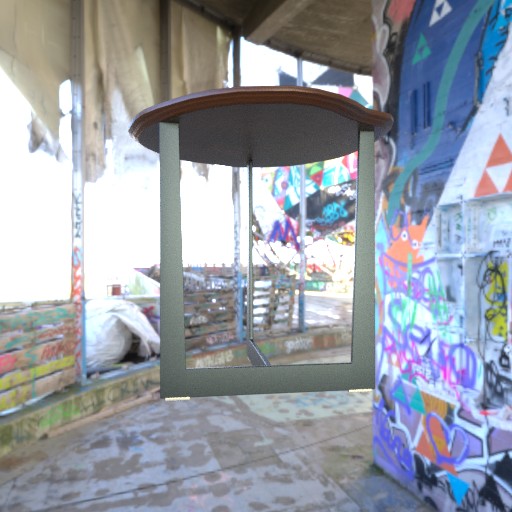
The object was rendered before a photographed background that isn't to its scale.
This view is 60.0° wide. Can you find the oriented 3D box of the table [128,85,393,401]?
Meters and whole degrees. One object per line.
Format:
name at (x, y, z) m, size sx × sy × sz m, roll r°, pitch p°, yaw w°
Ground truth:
table at (0.000, 0.000, 0.861) m, size 0.477 × 0.476 × 0.494 m, roll 0°, pitch 0°, yaw -19°
